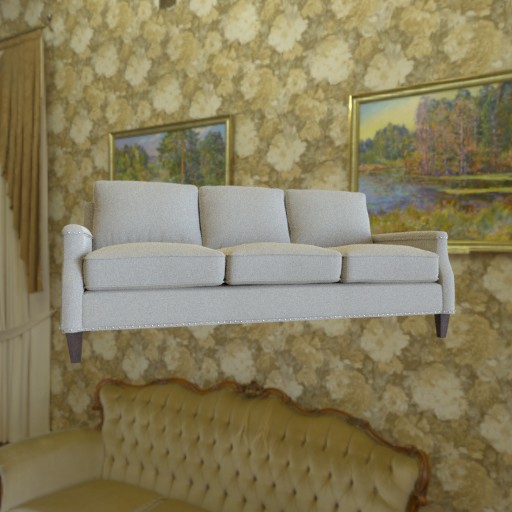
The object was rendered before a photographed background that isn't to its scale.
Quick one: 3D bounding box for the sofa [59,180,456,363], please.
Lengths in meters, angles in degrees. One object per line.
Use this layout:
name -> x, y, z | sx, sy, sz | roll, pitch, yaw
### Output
sofa -> 0.000, 0.000, 2.875 | 2.246, 1.003, 1.084 | 0, 0, -17
